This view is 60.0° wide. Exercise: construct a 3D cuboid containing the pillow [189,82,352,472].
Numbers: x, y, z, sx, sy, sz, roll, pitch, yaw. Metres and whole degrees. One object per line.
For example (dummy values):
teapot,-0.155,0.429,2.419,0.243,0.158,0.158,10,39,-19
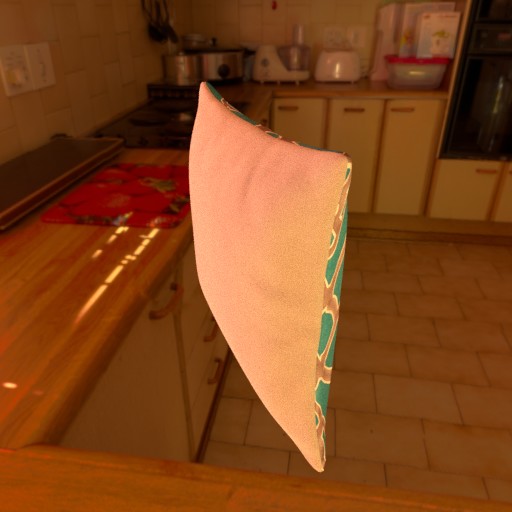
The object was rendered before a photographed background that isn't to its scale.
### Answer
pillow,0.000,0.000,0.777,0.166,0.507,0.526,-11,31,-19
